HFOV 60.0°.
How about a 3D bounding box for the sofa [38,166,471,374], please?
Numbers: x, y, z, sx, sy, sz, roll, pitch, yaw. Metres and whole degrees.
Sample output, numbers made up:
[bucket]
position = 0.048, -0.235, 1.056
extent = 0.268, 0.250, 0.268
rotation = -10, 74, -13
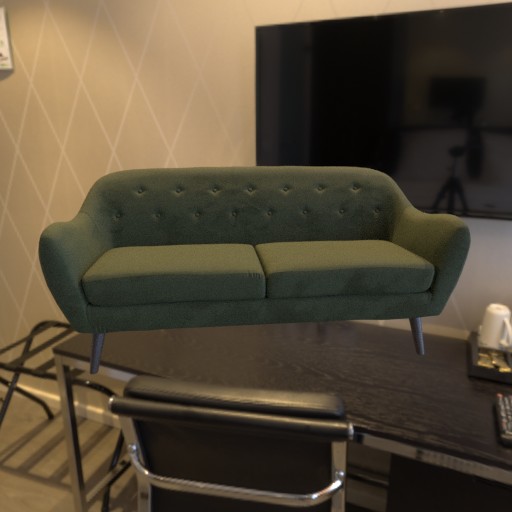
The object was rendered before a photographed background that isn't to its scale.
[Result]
[sofa]
position = 0.000, 0.000, 2.244
extent = 1.840, 0.836, 0.820
rotation = -2, 16, -6
